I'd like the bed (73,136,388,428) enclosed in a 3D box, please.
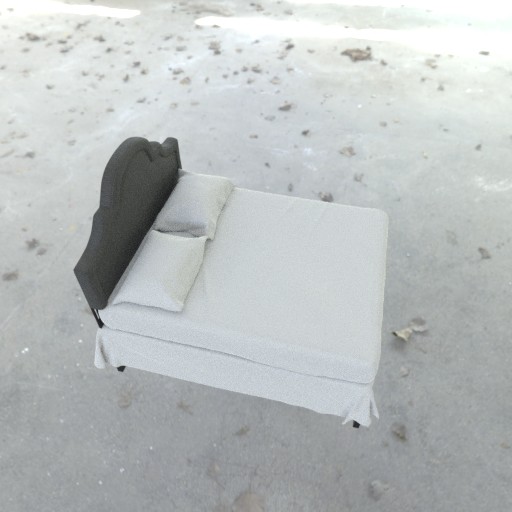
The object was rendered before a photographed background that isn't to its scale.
[{"bbox_3d":[0.000,0.000,3.432,2.222,1.634,1.780,10,48,9],"label":"bed"}]
